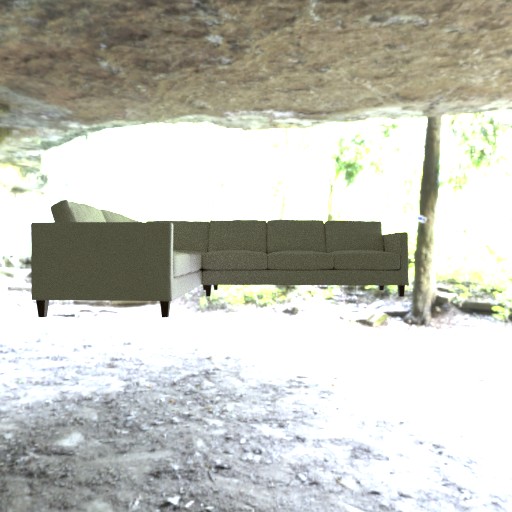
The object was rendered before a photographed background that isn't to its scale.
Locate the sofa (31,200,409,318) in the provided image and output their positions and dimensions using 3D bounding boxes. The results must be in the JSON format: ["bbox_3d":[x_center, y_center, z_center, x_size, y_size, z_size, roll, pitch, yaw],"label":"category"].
[{"bbox_3d":[0.000,0.000,4.325,3.182,0.863,2.432,0,1,1],"label":"sofa"}]
